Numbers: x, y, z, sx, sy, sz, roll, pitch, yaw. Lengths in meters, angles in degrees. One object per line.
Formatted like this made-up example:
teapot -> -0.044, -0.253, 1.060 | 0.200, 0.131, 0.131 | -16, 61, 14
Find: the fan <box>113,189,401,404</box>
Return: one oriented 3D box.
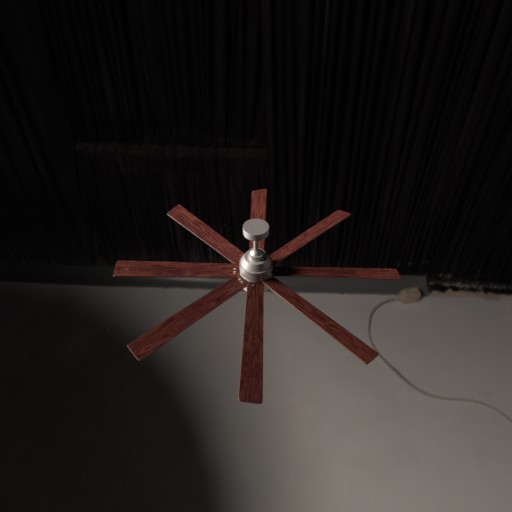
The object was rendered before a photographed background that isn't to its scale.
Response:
fan -> 0.000, 0.000, 2.765 | 1.830, 0.472, 1.830 | 1, 43, 1
